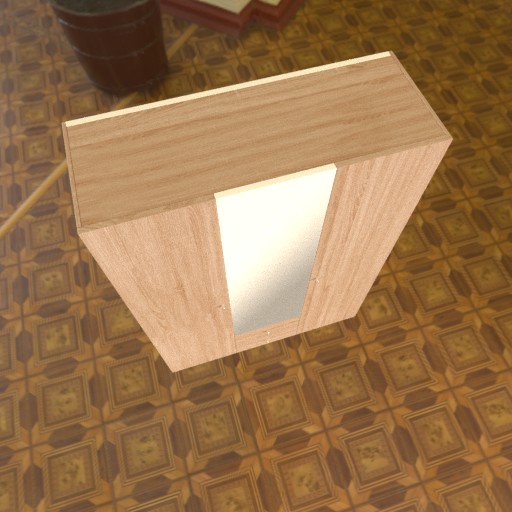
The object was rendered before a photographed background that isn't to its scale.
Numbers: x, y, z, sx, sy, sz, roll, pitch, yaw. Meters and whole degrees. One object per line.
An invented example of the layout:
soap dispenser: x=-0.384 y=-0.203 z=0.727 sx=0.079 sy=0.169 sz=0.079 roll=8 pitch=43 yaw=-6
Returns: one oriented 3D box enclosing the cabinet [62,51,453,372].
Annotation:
cabinet: x=0.000 y=0.000 z=2.738 sx=1.500 sy=2.120 sz=0.590 roll=-16 pitch=63 yaw=-8
